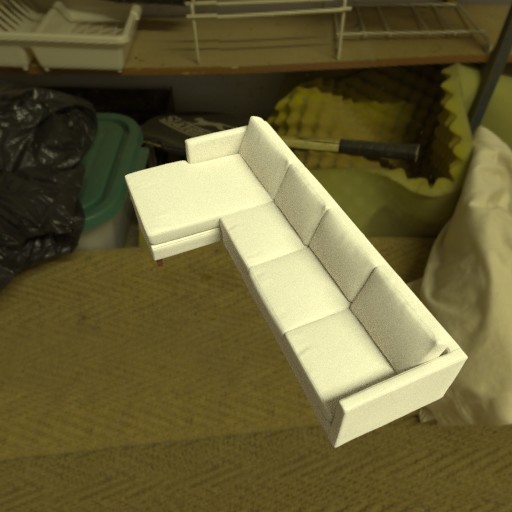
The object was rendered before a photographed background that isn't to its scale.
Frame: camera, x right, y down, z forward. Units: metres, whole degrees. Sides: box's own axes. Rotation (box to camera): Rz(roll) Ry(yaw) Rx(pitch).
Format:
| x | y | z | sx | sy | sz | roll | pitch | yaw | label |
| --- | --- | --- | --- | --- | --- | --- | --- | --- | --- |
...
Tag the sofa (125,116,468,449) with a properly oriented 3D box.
| x | y | z | sx | sy | sz | roll | pitch | yaw | label |
| --- | --- | --- | --- | --- | --- | --- | --- | --- | --- |
| 0.000 | 0.000 | 3.806 | 1.625 | 0.846 | 3.186 | -18 | 49 | -16 | sofa |
